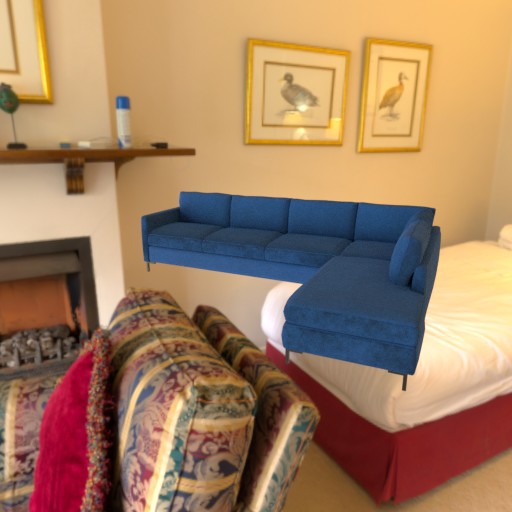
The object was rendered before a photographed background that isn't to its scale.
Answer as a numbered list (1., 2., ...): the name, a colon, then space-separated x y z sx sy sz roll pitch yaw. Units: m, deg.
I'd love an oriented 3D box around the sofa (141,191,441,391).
1. sofa: 0.000 0.000 3.301 2.486 0.687 1.707 7 17 24
